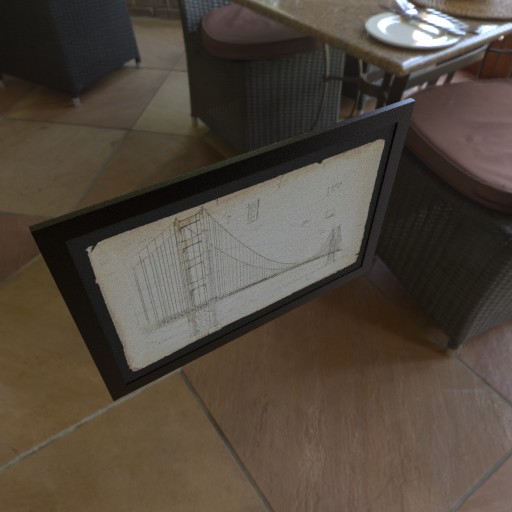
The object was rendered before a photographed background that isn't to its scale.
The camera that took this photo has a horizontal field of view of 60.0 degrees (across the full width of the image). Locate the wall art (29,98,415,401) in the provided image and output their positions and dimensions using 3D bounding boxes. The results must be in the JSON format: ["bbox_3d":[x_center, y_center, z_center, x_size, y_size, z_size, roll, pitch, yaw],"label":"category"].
[{"bbox_3d":[0.000,0.000,0.830,0.660,0.447,0.013,-24,50,-22],"label":"wall art"}]
